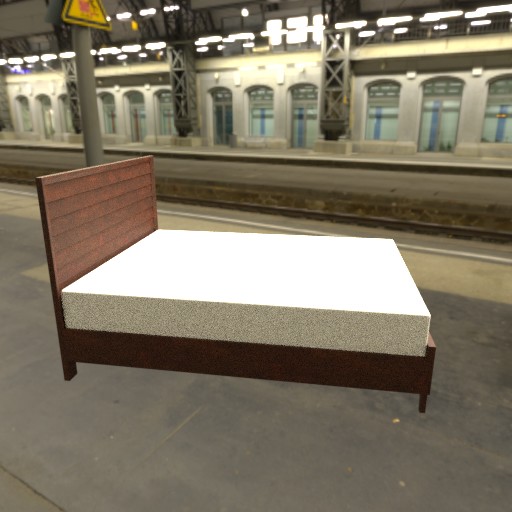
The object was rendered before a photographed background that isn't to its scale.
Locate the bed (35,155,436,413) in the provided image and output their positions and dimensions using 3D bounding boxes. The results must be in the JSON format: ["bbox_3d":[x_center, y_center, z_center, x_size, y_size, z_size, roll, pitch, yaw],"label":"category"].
[{"bbox_3d":[0.000,0.000,3.194,2.184,1.270,1.600,3,17,9],"label":"bed"}]
